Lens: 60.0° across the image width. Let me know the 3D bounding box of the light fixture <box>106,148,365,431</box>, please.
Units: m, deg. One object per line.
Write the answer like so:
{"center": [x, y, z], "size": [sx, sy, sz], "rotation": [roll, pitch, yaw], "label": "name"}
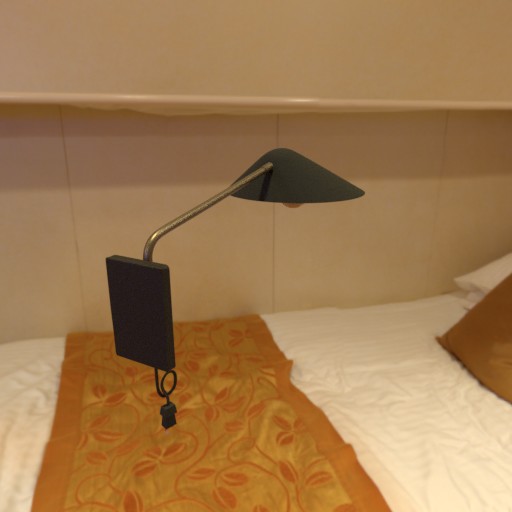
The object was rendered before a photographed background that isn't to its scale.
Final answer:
{"center": [0.000, 0.000, 0.679], "size": [0.240, 0.312, 0.516], "rotation": [9, 20, 27], "label": "light fixture"}
